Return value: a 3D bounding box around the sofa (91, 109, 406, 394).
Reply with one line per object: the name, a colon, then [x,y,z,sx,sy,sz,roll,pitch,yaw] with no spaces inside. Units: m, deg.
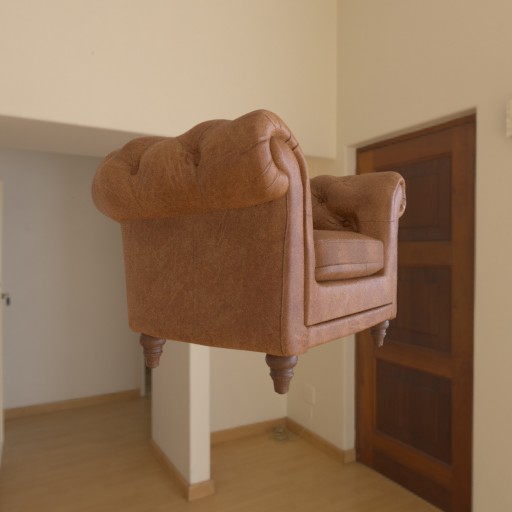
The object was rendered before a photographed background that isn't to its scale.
sofa: [0.000,0.000,2.022,1.033,0.878,1.405,0,1,35]
